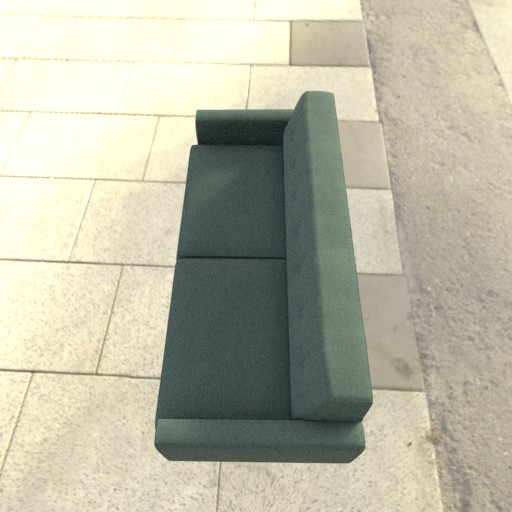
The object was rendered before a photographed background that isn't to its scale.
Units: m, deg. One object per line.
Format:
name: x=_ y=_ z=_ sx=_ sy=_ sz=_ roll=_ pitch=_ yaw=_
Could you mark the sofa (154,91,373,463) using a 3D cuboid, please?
sofa: x=0.000 y=0.000 z=2.436 sx=0.909 sy=0.841 sz=2.029 roll=1 pitch=57 yaw=0
